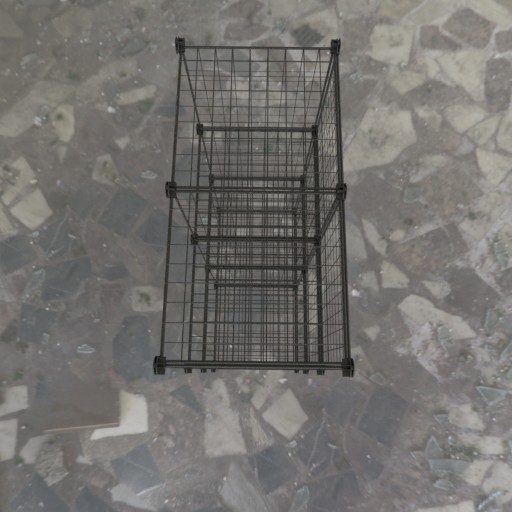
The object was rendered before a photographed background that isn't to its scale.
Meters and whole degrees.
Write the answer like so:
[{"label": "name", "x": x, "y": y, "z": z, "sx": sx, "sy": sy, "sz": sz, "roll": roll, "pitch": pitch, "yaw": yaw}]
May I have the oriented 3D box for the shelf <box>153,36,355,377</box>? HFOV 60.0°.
[{"label": "shelf", "x": 0.000, "y": 0.000, "z": 1.381, "sx": 0.356, "sy": 1.067, "sz": 0.711, "roll": 1, "pitch": 76, "yaw": 0}]
